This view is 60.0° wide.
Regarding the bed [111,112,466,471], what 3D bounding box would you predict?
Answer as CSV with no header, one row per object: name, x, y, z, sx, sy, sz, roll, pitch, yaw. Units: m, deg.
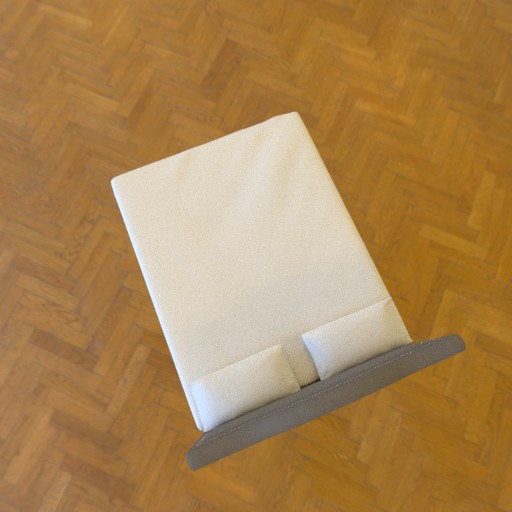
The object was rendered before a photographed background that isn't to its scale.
bed,0.000,0.000,3.349,1.821,1.436,2.282,-22,76,-6
